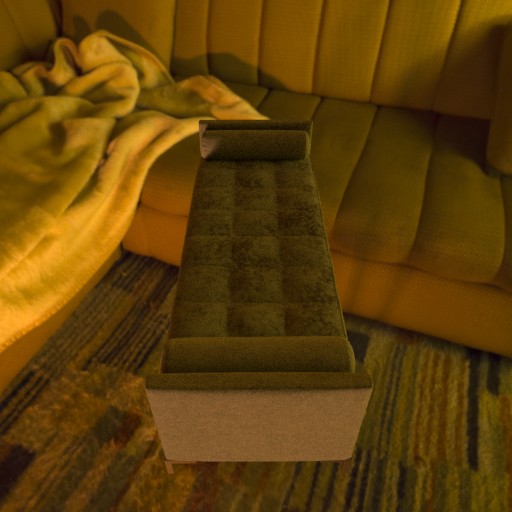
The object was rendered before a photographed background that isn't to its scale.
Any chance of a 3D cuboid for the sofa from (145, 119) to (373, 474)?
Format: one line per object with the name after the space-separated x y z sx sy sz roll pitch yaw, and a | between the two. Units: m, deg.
0.000 0.000 2.465 0.797 0.657 2.102 0 42 0 | sofa
